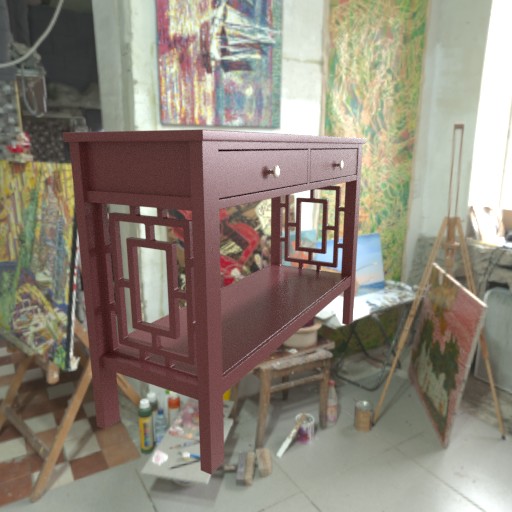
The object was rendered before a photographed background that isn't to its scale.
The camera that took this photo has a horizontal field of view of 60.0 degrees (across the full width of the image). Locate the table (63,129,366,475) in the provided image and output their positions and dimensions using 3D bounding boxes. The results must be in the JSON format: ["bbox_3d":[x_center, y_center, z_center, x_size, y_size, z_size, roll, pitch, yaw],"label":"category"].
[{"bbox_3d":[0.000,0.000,1.443,0.397,0.753,1.068,8,16,28],"label":"table"}]
